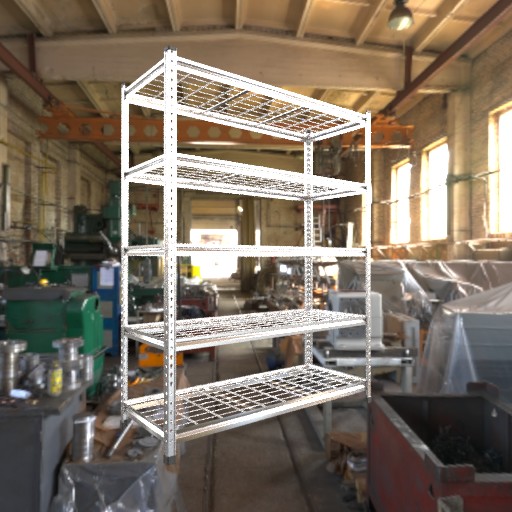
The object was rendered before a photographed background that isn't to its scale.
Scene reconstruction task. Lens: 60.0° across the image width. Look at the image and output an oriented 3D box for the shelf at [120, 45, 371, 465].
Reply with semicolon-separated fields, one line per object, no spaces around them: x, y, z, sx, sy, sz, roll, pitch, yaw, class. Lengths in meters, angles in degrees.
0.000;0.000;2.794;1.524;1.981;0.610;0;-1;-38;shelf
